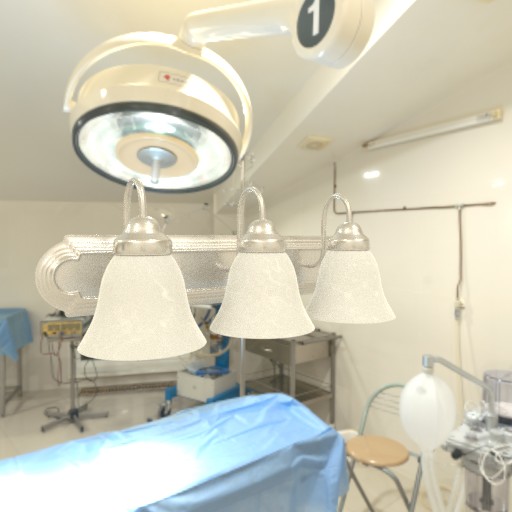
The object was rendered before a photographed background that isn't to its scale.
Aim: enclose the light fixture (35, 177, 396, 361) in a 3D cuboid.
[{"bbox_3d":[0.000,0.000,0.706,0.610,0.222,0.199,-2,3,-35],"label":"light fixture"}]
